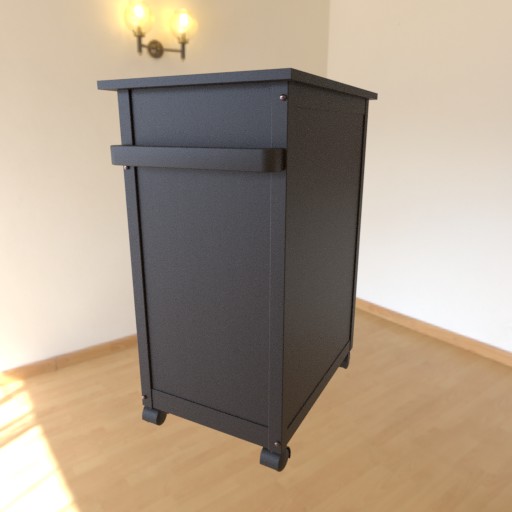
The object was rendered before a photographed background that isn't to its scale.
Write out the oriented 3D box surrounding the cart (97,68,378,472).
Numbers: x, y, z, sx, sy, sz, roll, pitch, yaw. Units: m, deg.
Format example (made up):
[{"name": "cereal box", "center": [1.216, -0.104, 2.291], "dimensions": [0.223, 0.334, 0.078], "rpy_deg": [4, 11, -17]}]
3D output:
[{"name": "cart", "center": [0.000, 0.000, 1.234], "dimensions": [0.456, 0.879, 0.660], "rpy_deg": [8, 18, 27]}]
